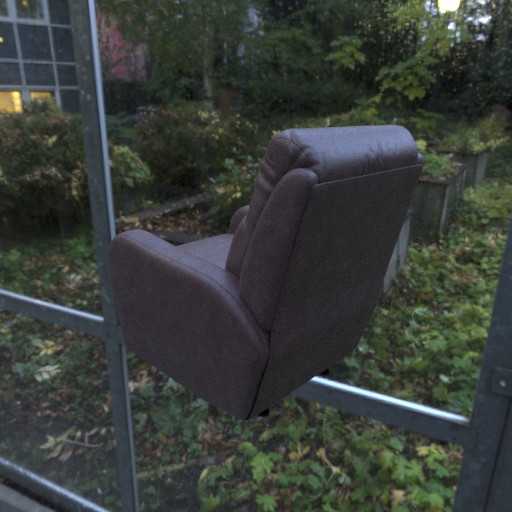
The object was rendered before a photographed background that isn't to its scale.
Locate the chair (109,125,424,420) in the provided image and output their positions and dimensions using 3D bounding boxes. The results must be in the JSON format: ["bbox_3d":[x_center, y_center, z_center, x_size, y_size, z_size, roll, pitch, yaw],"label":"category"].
[{"bbox_3d":[0.000,0.000,1.847,0.865,1.067,1.067,-18,26,-42],"label":"chair"}]
